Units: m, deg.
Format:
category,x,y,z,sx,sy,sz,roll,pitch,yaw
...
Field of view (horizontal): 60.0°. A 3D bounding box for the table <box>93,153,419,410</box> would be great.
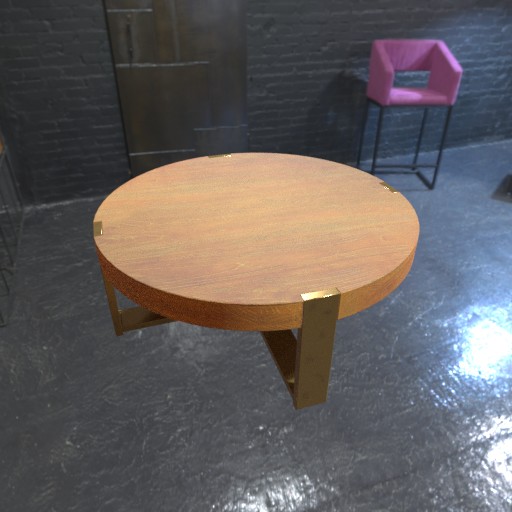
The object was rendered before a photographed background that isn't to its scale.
category,x,y,z,sx,sy,sz,roll,pitch,yaw
table,0.000,0.000,1.680,1.100,0.420,1.100,0,33,0
